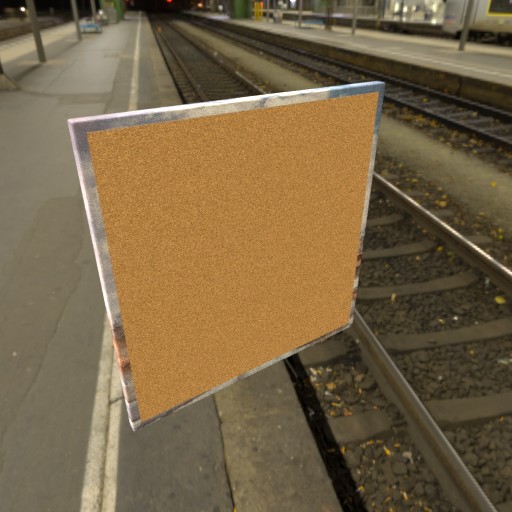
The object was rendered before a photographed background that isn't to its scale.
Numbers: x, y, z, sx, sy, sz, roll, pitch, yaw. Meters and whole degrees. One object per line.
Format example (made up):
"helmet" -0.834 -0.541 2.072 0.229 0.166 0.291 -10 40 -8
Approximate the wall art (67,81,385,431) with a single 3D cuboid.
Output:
"wall art" 0.000 0.000 1.310 0.888 0.897 0.035 -18 35 -29
